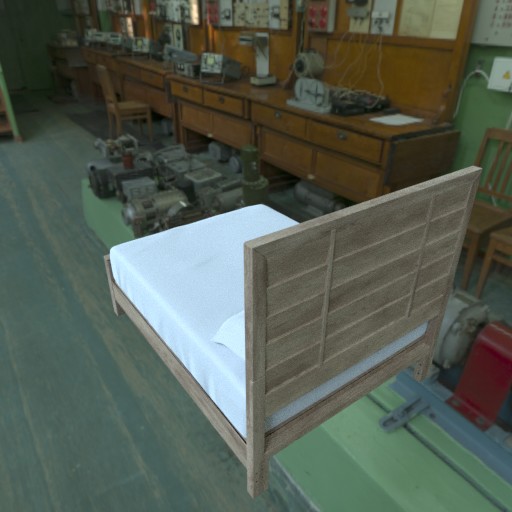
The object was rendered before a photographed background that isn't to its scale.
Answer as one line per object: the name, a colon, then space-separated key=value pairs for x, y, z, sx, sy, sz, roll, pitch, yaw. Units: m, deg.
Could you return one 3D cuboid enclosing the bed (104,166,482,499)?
bed: x=0.000 y=0.000 z=3.298 sx=1.626 sy=1.626 sz=2.197 roll=-20 pitch=35 yaw=-31
